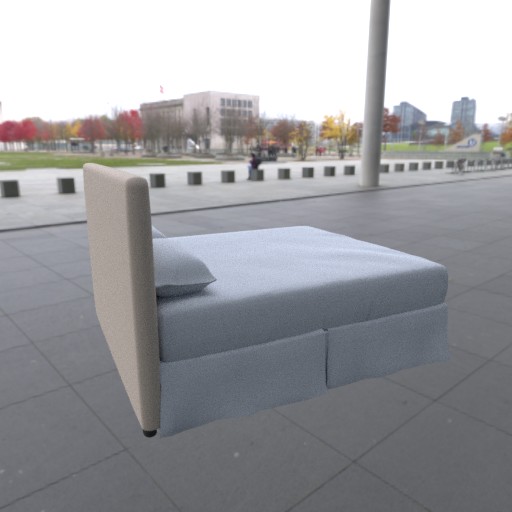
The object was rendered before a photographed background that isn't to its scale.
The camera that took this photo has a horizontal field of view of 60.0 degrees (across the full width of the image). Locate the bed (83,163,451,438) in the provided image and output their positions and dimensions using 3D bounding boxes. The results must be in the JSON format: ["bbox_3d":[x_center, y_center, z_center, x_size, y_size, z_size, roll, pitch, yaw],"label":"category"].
[{"bbox_3d":[0.000,0.000,3.261,2.142,1.330,1.884,-7,15,-25],"label":"bed"}]
